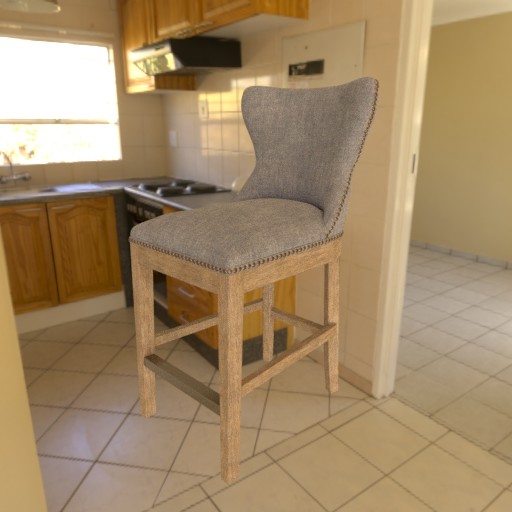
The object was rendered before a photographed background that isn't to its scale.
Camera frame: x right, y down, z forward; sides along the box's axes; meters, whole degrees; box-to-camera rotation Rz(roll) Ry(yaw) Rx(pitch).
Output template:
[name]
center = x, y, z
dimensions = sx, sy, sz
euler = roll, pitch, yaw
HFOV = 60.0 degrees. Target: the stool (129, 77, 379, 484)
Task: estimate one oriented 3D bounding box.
[stool]
center = 0.000, 0.000, 1.304
dimensions = 0.498, 0.981, 0.608
euler = 16, 23, 42
